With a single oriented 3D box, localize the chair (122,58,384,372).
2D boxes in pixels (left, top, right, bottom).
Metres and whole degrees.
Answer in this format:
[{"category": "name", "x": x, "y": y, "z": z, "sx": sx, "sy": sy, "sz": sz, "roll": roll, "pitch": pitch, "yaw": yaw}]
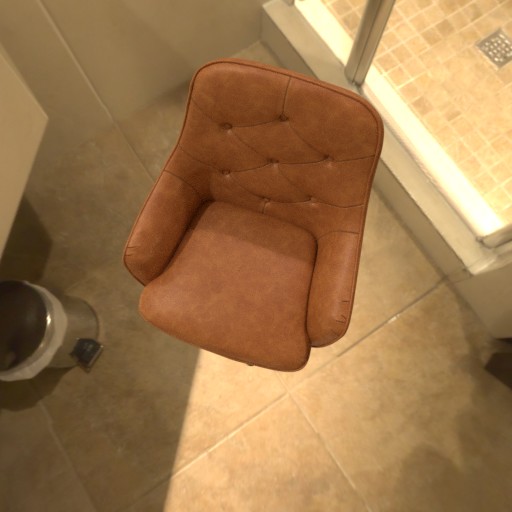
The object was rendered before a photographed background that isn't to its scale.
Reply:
[{"category": "chair", "x": 0.000, "y": 0.000, "z": 1.291, "sx": 0.628, "sy": 0.909, "sz": 0.615, "roll": 19, "pitch": 78, "yaw": 4}]
